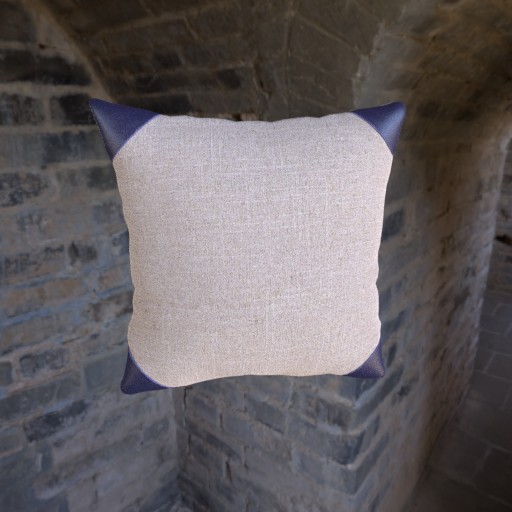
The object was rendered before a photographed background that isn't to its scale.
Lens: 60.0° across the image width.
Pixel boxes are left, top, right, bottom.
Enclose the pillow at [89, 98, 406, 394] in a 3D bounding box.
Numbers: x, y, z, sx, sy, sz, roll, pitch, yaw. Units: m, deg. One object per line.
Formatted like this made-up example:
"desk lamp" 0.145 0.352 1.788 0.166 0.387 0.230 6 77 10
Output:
"pillow" 0.000 0.000 0.661 0.440 0.441 0.147 -2 16 -7
